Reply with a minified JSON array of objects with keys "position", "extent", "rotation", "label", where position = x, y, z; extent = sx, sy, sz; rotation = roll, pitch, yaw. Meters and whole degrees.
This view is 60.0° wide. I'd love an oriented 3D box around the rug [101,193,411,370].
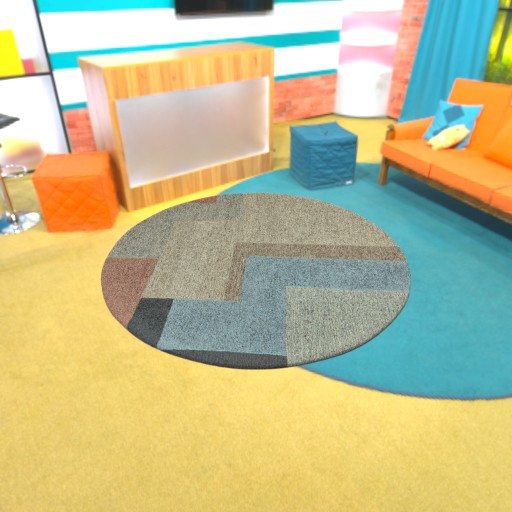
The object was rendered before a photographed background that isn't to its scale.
[{"position":[0.000,0.000,3.662],"extent":[2.461,0.033,2.461],"rotation":[0,33,0],"label":"rug"}]
